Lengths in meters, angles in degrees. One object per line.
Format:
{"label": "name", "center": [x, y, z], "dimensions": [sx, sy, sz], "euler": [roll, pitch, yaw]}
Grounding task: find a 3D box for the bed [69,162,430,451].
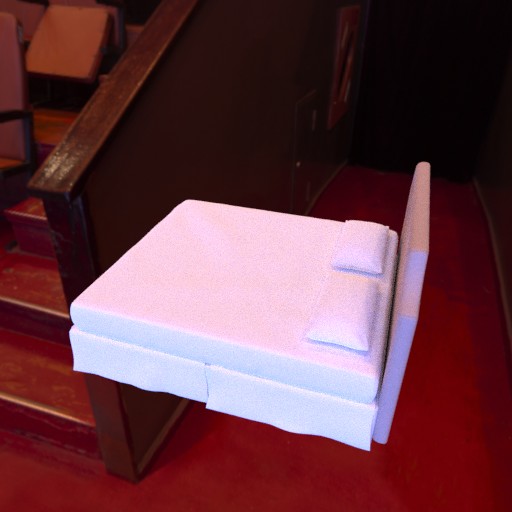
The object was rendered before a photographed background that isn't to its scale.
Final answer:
{"label": "bed", "center": [0.000, 0.000, 4.141], "dimensions": [2.773, 1.590, 2.350], "euler": [10, 34, 16]}
